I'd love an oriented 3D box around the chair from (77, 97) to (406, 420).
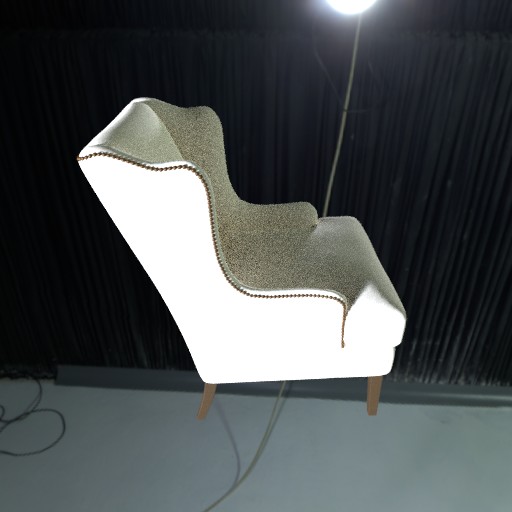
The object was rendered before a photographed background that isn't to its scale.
[{"bbox_3d":[0.000,0.000,1.647,0.940,1.029,0.737,-1,31,-1],"label":"chair"}]
